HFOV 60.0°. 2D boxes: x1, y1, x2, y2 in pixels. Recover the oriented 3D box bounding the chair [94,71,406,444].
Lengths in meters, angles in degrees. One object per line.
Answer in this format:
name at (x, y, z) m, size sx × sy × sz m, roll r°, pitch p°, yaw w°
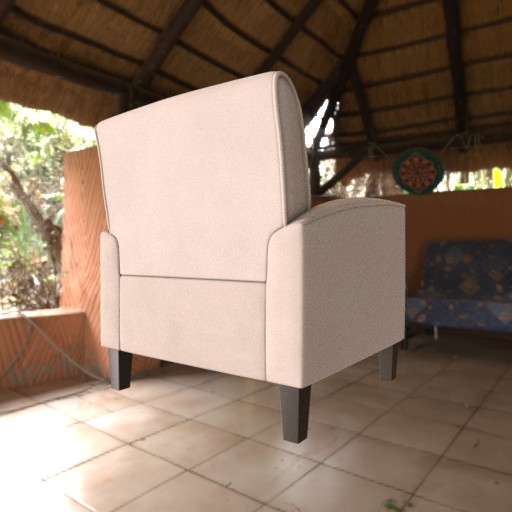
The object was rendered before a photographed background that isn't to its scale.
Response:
chair at (0.000, 0.000, 1.572) m, size 0.820 × 0.915 × 0.820 m, roll 0°, pitch 1°, yaw 36°
